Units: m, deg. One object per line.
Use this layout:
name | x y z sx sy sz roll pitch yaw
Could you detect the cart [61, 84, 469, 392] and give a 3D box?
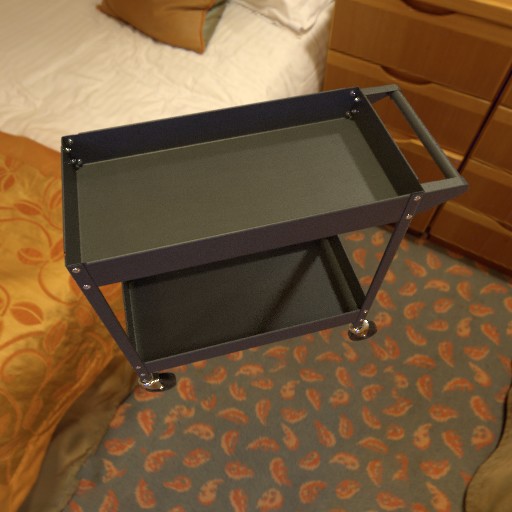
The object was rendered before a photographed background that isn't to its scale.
cart | 0.000 0.000 1.190 0.779 0.719 0.366 -12 57 -8
